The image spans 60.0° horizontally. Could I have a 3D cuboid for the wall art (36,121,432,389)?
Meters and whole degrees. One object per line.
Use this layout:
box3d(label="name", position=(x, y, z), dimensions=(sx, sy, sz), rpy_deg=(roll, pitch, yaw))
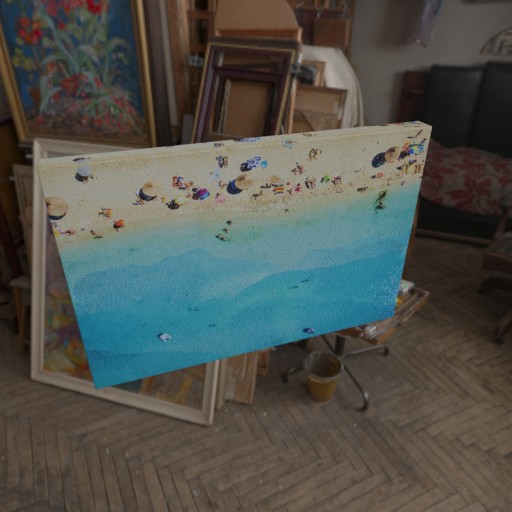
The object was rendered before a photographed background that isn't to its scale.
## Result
box3d(label="wall art", position=(0.000, 0.000, 0.773), dimensions=(0.609, 0.406, 0.039), rpy_deg=(-10, 33, -16))
